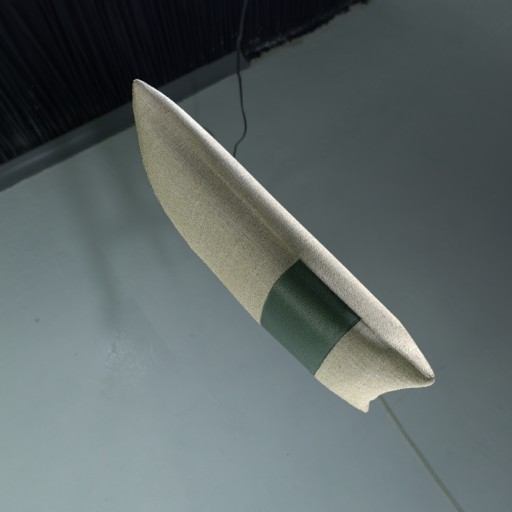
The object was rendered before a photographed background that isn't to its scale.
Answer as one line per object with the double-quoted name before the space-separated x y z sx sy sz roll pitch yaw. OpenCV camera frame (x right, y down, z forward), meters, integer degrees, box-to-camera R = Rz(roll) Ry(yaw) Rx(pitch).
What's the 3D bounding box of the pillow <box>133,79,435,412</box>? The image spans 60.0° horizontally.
"pillow" 0.000 0.000 1.028 0.197 0.429 0.859 -37 69 -17
